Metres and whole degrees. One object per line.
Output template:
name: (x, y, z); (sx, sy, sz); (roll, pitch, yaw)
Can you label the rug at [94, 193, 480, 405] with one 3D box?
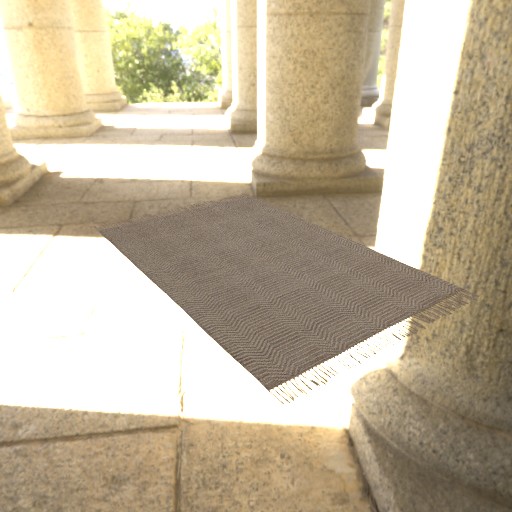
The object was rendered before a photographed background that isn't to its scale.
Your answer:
rug: (0.000, 0.000, 3.175); (1.528, 0.034, 2.523); (-17, 31, -32)
